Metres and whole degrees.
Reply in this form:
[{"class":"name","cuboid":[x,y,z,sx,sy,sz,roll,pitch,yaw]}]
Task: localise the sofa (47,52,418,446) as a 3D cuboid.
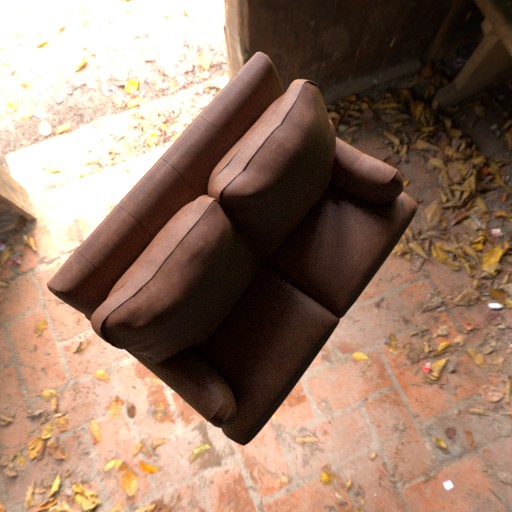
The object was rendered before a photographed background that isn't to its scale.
[{"class":"sofa","cuboid":[0.000,0.000,2.241,1.077,1.004,1.527,37,78,9]}]
